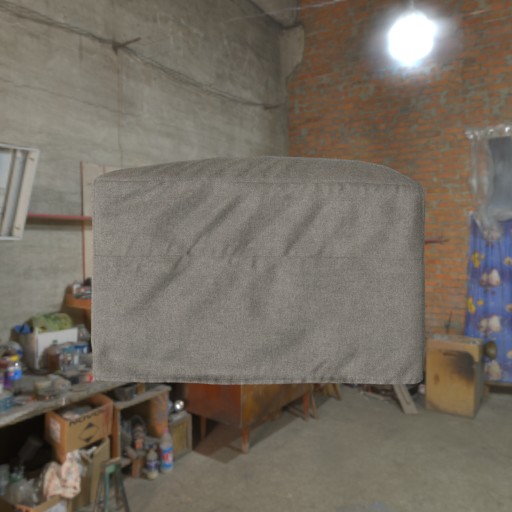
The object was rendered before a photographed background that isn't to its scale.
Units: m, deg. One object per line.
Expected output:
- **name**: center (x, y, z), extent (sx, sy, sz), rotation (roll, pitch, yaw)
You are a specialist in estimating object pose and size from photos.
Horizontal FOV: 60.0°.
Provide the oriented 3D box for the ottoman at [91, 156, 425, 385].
- **ottoman**: center (0.000, 0.000, 1.242), extent (0.683, 0.481, 0.837), rotation (0, 0, -1)
